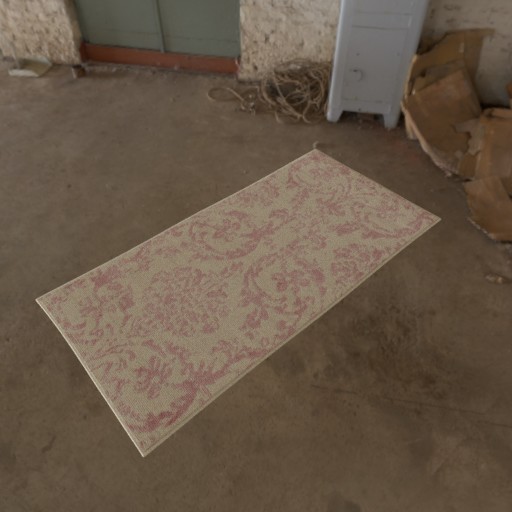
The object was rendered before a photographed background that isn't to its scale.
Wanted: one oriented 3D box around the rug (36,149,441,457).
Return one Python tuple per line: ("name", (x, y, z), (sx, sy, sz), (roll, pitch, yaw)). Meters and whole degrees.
("rug", (0.000, 0.000, 1.437), (1.219, 0.007, 0.604), (-33, 54, -28))
